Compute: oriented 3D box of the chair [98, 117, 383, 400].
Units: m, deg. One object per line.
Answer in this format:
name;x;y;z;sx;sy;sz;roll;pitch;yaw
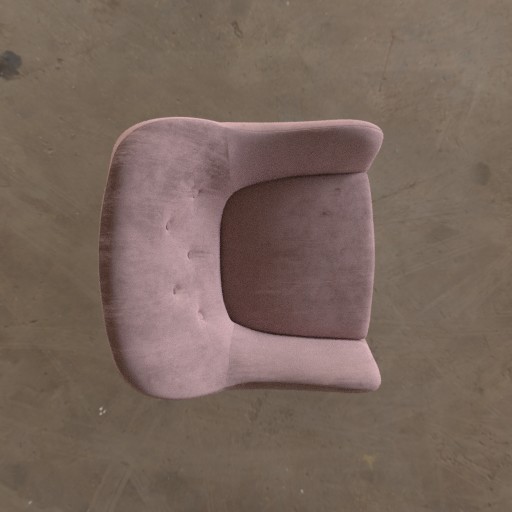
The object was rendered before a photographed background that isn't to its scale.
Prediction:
chair;0.000;0.000;1.542;0.820;0.820;0.840;0;92;1
